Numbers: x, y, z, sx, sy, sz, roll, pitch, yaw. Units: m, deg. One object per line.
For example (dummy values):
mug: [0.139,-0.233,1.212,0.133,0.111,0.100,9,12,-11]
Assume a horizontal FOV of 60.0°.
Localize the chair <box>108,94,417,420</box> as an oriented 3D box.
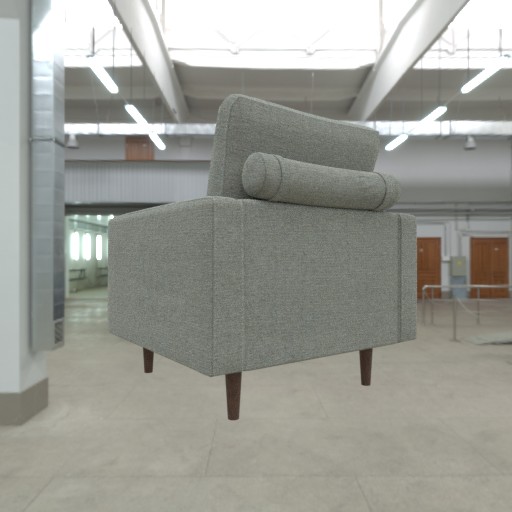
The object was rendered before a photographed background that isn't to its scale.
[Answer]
chair: [0.000,0.000,1.582,0.821,0.880,0.843,0,0,-36]
